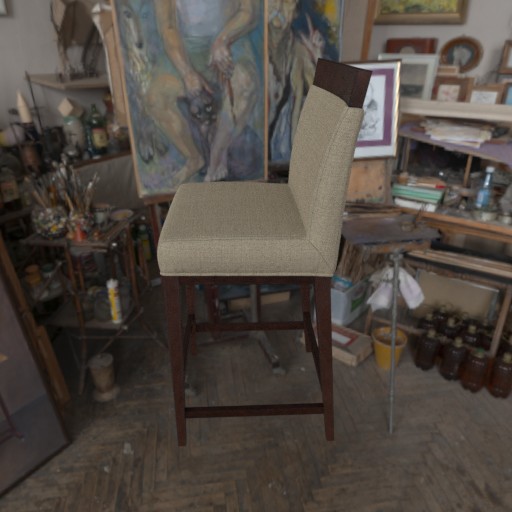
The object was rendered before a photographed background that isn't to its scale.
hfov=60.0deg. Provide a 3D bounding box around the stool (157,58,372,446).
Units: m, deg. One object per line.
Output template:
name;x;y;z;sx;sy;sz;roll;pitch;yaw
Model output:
stool;0.000;0.000;1.260;0.480;1.011;0.463;-1;26;-2
